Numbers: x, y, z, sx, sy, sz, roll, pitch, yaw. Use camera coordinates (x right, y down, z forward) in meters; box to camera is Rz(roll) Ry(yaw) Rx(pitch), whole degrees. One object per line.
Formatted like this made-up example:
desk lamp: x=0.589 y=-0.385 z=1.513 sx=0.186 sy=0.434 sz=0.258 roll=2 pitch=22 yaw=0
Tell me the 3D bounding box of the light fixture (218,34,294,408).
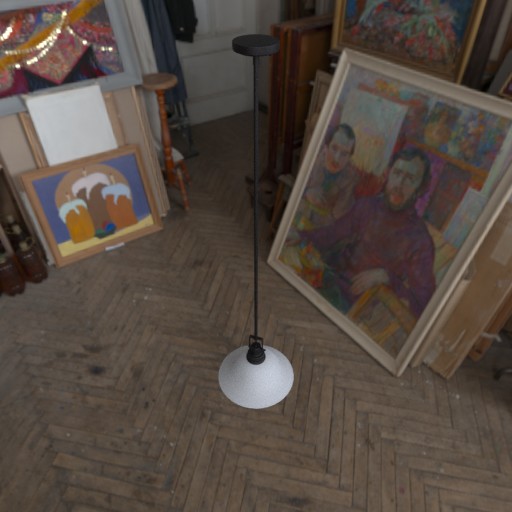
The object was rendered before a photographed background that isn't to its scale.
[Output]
light fixture: x=0.000 y=0.000 z=1.482 sx=0.324 sy=1.337 sz=0.324 roll=12 pitch=41 yaw=14
